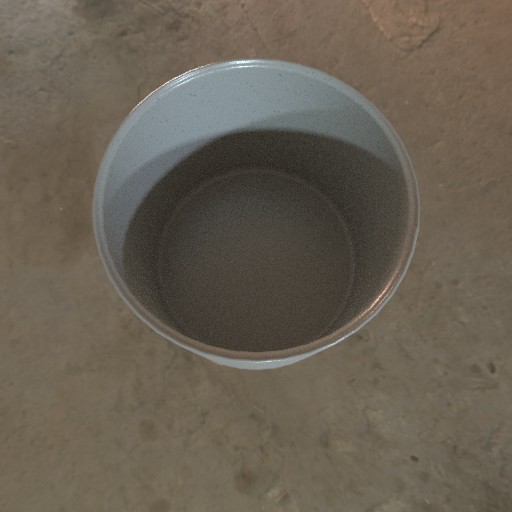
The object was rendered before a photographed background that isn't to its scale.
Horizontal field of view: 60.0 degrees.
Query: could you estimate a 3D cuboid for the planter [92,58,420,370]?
[{"bbox_3d":[0.000,0.000,0.261,0.130,0.178,0.130,0,74,0],"label":"planter"}]
